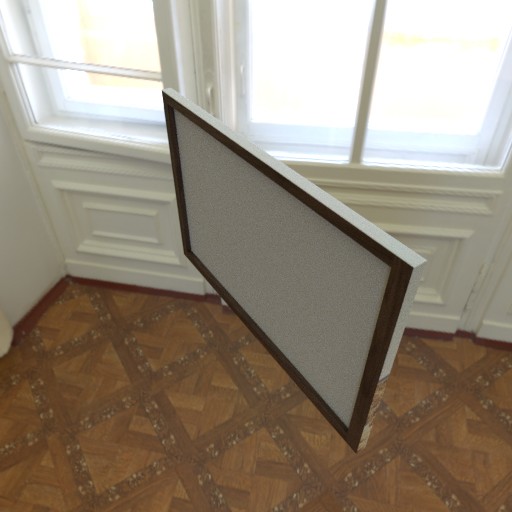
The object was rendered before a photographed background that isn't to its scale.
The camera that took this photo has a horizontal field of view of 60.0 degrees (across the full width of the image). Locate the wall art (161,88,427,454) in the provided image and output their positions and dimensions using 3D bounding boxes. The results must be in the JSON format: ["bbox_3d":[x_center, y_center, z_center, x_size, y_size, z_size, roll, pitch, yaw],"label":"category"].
[{"bbox_3d":[0.000,0.000,1.954,0.051,1.016,1.520,-24,46,-25],"label":"wall art"}]
